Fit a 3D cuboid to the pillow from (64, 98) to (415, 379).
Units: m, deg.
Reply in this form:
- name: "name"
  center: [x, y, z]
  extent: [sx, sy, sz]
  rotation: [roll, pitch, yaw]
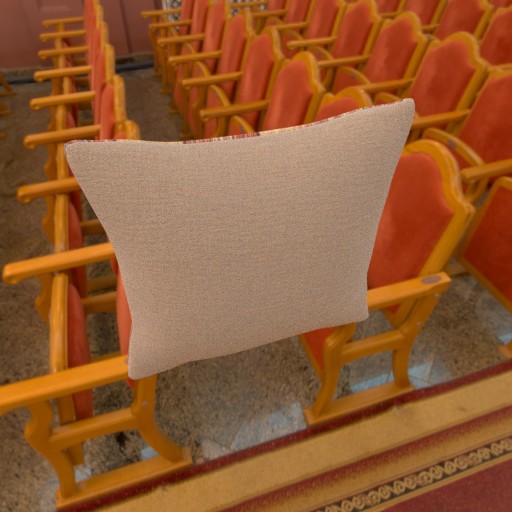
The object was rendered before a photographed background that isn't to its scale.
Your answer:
- name: "pillow"
  center: [0.000, 0.000, 0.649]
  extent: [0.437, 0.419, 0.136]
  rotation: [-12, 41, -14]
